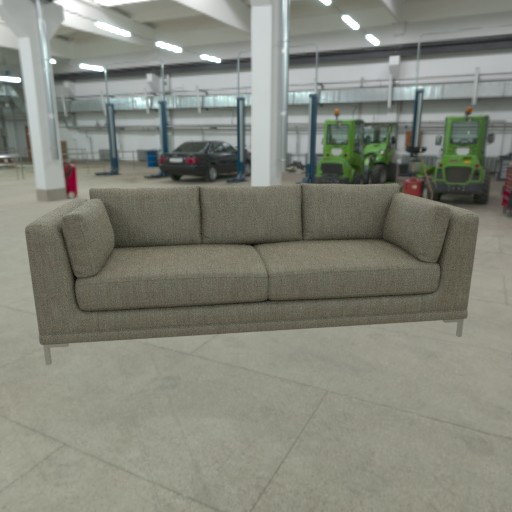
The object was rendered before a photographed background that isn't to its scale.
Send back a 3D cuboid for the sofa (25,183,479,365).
[{"bbox_3d":[0.000,0.000,2.835,2.415,0.867,0.969,-2,15,-8],"label":"sofa"}]
